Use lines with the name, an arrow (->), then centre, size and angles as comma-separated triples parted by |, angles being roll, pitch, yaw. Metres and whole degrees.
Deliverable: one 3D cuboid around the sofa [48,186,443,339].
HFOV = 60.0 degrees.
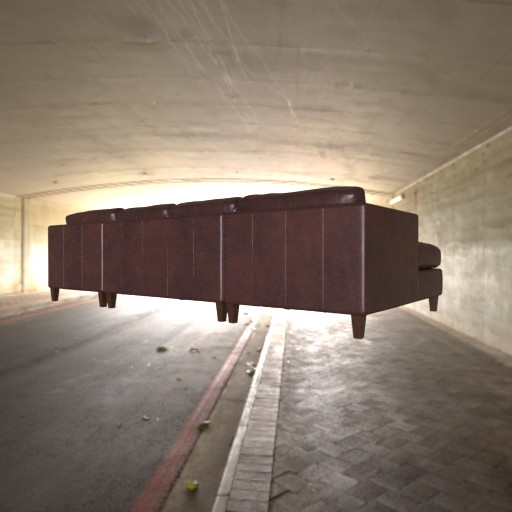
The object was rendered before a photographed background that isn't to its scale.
sofa -> 0.000, 0.000, 4.345 | 3.324, 0.891, 2.452 | 0, 0, 37
